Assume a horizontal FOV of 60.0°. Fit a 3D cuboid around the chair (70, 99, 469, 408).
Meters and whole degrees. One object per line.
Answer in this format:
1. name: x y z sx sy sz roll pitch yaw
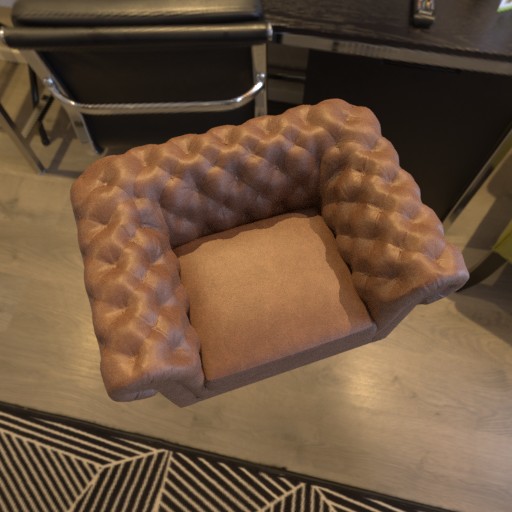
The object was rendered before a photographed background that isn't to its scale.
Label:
1. chair: 0.000 0.000 1.903 1.298 0.784 0.954 -17 64 -8
